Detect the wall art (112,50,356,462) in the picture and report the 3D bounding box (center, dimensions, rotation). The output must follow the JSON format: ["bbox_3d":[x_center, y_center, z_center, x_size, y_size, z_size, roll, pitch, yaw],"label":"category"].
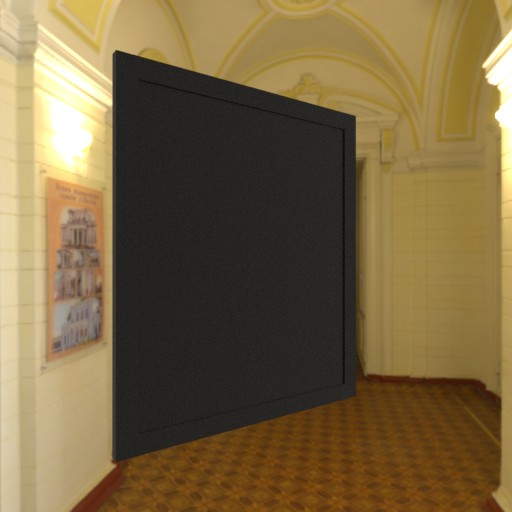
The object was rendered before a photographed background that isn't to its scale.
[{"bbox_3d":[0.000,0.000,0.484,0.311,0.361,0.010,0,0,-36],"label":"wall art"}]
